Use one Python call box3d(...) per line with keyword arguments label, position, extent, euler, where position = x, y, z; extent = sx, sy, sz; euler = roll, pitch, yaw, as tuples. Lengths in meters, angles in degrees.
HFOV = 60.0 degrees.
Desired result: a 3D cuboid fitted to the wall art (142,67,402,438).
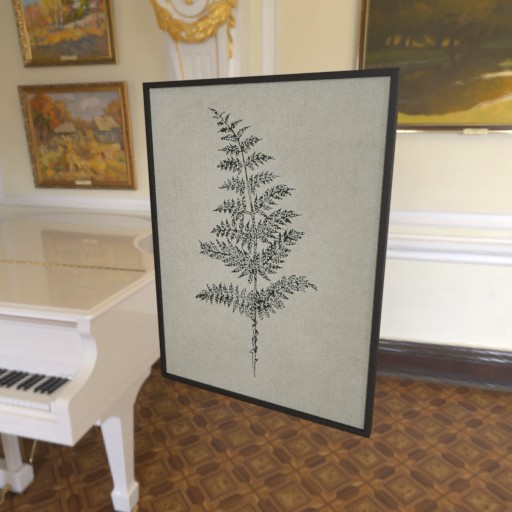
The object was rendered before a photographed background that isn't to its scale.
box3d(label="wall art", position=(0.000, 0.000, 1.418), extent=(0.802, 1.070, 0.036), euler=(8, 18, 25))
